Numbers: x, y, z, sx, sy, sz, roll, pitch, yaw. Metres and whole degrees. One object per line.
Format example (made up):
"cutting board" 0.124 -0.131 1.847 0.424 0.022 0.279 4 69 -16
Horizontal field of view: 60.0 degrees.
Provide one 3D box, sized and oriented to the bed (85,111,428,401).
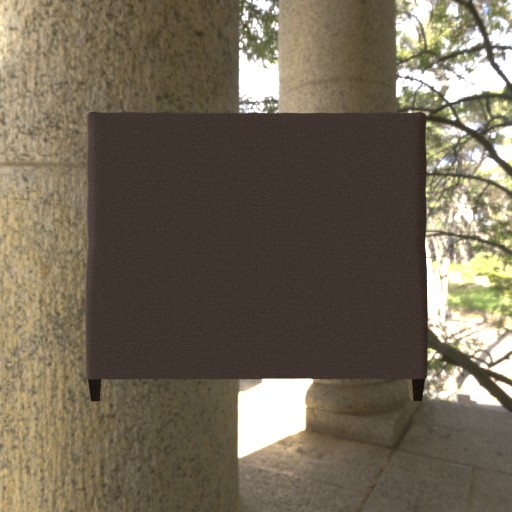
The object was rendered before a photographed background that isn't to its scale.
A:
"bed" 0.000 0.000 3.268 1.696 1.426 2.233 0 0 0
